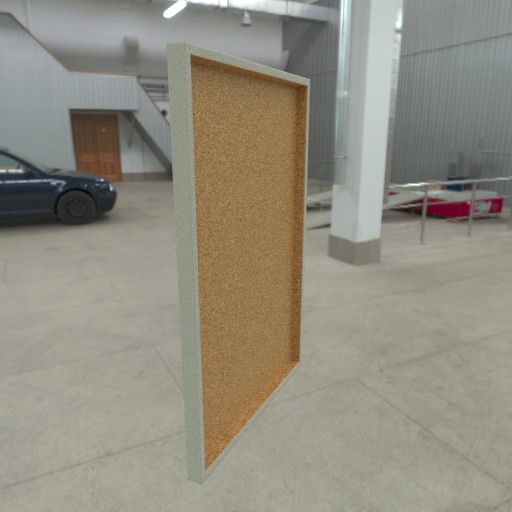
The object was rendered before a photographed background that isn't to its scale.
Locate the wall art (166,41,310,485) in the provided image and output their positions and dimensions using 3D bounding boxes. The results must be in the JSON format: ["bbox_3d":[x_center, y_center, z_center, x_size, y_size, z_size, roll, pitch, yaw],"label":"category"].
[{"bbox_3d":[0.000,0.000,1.148,0.038,0.914,0.610,8,17,26],"label":"wall art"}]
